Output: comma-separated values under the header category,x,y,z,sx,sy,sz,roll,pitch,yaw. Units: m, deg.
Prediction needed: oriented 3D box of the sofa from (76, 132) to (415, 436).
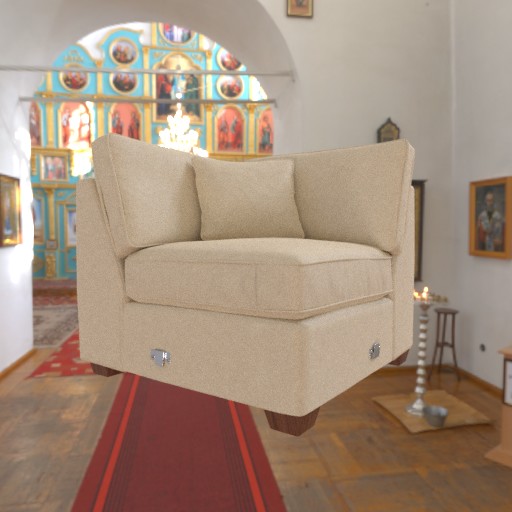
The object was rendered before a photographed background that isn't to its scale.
category,x,y,z,sx,sy,sz,roll,pitch,yaw
sofa,0.000,0.000,1.956,1.146,1.002,1.084,1,2,36
